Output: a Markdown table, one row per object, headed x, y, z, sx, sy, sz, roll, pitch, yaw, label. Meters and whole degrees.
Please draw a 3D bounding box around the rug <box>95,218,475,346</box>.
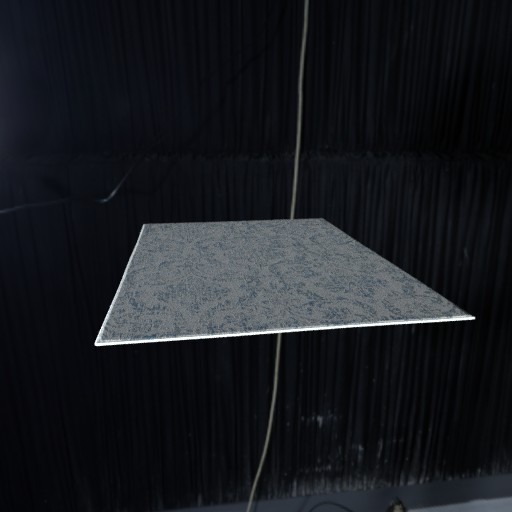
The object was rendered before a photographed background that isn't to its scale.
| x | y | z | sx | sy | sz | roll | pitch | yaw | label |
| --- | --- | --- | --- | --- | --- | --- | --- | --- | --- |
| 0.000 | 0.000 | 2.844 | 1.586 | 0.014 | 2.197 | -3 | 16 | -9 | rug |
